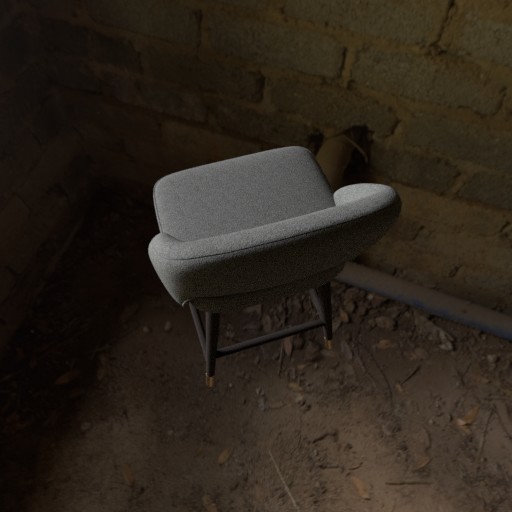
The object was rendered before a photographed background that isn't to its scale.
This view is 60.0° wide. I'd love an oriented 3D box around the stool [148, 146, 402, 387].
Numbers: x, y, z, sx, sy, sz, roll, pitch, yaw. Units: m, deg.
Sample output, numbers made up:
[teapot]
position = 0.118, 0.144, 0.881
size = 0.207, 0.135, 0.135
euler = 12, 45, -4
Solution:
[stool]
position = 0.000, 0.000, 1.246
size = 0.536, 0.925, 0.524
euler = -15, 60, -9
